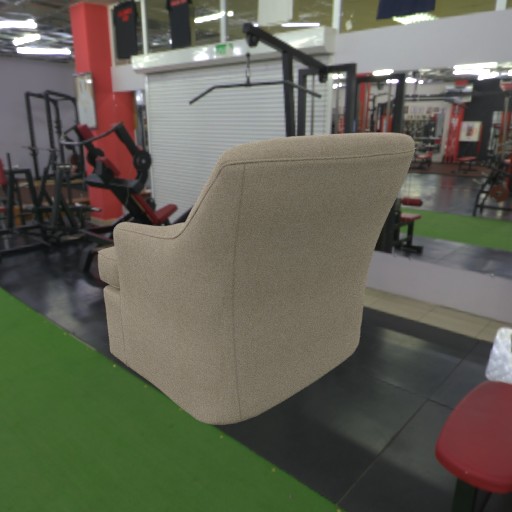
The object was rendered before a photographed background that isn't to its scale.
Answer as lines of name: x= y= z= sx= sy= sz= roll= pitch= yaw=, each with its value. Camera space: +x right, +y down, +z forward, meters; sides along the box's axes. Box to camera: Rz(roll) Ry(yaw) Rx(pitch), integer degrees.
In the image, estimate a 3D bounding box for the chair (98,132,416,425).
chair: x=0.000 y=0.000 z=1.577 sx=0.923 sy=0.856 sz=0.864 roll=16 pitch=23 yaw=42
